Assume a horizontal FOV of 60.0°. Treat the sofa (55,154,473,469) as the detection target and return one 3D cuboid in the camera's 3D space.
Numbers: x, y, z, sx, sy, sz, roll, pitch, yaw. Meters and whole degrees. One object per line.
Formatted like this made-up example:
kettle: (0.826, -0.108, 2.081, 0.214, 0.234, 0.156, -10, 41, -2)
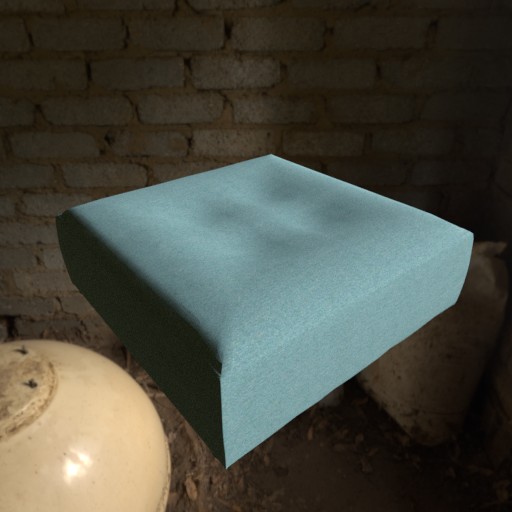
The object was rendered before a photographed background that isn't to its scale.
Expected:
sofa: (0.000, 0.000, 1.419, 0.930, 0.330, 0.930, -23, 38, -33)
